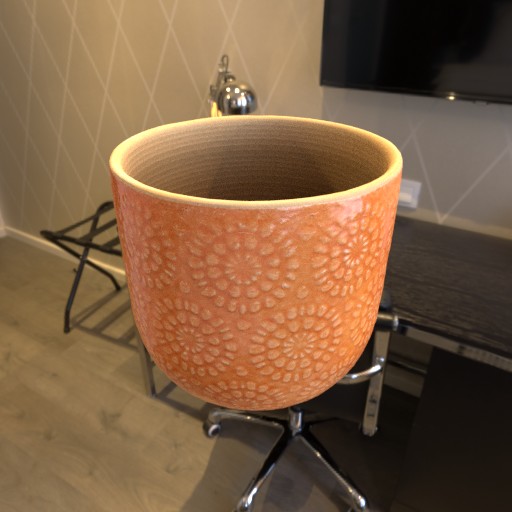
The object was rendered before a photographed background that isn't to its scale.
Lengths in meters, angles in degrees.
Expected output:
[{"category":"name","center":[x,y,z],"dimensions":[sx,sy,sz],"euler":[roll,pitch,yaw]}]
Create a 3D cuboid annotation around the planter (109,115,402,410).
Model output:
[{"category":"planter","center":[0.000,0.000,0.290],"dimensions":[0.170,0.152,0.170],"euler":[0,30,0]}]
